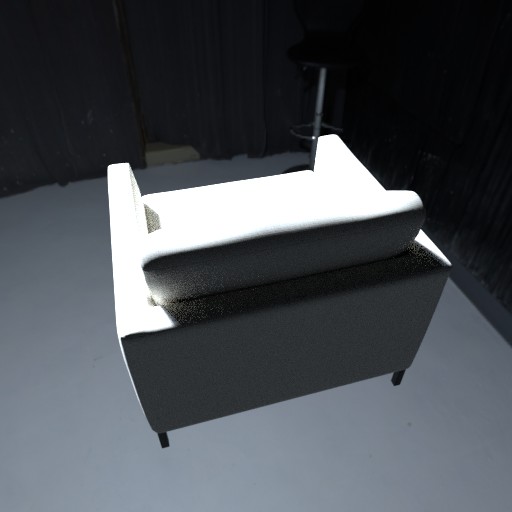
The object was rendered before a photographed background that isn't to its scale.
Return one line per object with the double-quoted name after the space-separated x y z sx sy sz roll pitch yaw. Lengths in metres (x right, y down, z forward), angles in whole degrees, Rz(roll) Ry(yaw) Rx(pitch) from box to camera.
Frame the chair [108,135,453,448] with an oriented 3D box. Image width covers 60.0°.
0.000 0.000 1.618 0.964 0.806 0.875 -11 43 -12 "chair"
